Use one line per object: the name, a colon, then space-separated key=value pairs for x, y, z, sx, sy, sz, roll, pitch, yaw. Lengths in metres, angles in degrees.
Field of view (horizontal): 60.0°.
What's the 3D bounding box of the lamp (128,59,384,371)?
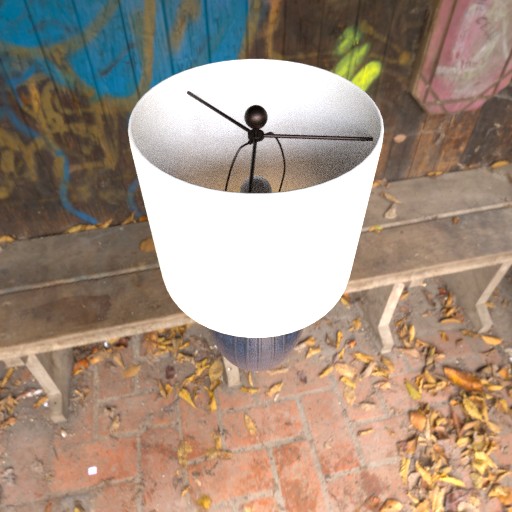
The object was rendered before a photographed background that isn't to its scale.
lamp: x=0.000 y=0.000 z=0.779 sx=0.329 sy=0.570 sz=0.329 roll=-33 pitch=56 yaw=-26
